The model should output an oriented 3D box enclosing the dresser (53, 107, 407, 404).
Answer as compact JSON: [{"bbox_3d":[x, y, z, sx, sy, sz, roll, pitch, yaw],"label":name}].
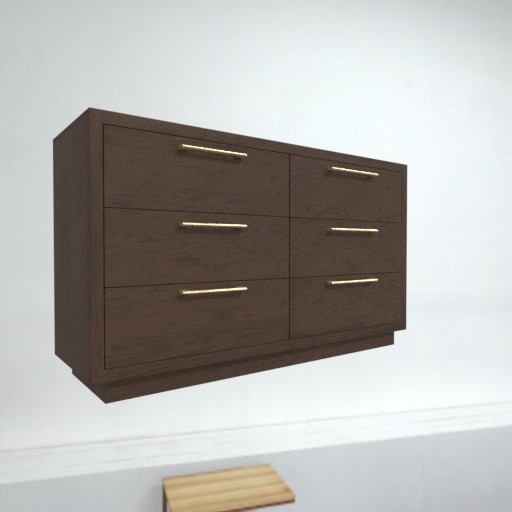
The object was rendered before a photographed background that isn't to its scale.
[{"bbox_3d":[0.000,0.000,1.921,1.523,0.889,0.512,-1,1,-36],"label":"dresser"}]
